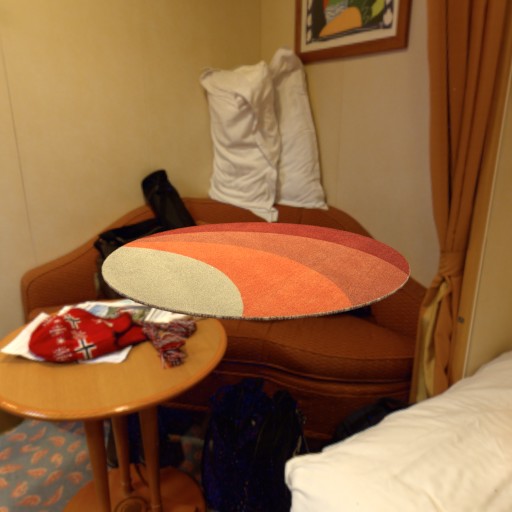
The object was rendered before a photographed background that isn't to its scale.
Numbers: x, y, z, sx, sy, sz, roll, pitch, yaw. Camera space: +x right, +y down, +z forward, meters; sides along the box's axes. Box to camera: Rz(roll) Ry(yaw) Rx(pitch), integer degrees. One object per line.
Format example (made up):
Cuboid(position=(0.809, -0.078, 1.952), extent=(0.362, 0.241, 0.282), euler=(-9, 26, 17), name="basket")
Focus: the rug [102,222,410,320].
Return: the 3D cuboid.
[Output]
Cuboid(position=(0.000, 0.000, 2.290), extent=(1.514, 0.015, 1.514), euler=(0, 17, 0), name="rug")
